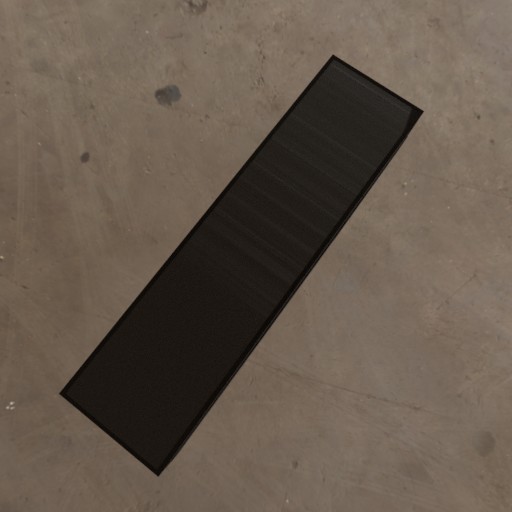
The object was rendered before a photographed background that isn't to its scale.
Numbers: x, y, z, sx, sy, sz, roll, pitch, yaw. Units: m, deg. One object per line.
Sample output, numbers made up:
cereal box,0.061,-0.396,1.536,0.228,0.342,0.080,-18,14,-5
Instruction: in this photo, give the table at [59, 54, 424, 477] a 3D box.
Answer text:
table,0.000,0.000,1.656,0.399,0.395,1.486,36,79,8
